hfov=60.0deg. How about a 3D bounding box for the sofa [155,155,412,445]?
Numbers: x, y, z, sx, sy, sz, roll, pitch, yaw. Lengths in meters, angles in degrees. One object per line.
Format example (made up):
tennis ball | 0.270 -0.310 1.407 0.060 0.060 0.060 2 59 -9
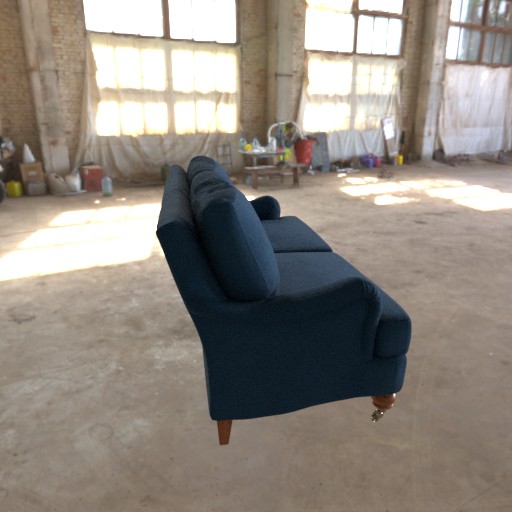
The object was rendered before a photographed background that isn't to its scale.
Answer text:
sofa | 0.000 0.000 2.801 1.084 1.101 2.141 -3 18 -9
